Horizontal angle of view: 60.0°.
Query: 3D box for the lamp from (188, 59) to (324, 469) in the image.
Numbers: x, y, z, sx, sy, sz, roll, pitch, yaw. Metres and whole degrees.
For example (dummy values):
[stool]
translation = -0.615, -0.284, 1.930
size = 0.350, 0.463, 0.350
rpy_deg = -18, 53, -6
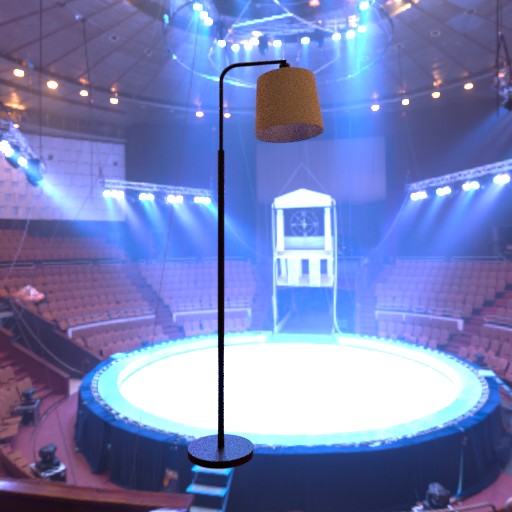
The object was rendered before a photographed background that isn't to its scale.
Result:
[lamp]
translation = 0.000, 0.000, 1.661
size = 0.508, 1.478, 0.254
rpy_deg = 0, 0, 0
